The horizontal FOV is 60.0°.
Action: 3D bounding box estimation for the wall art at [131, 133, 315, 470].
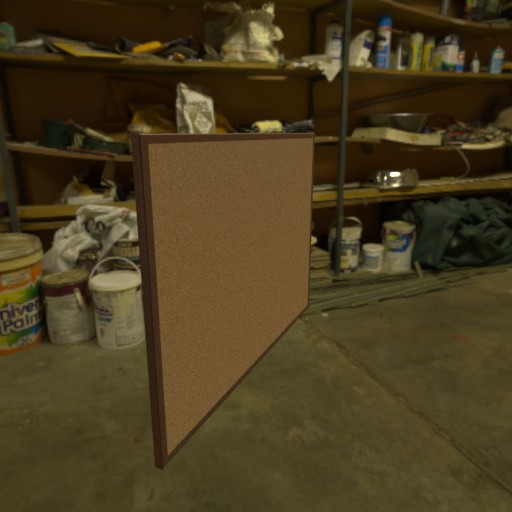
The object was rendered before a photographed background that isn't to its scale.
[{"bbox_3d":[0.000,0.000,0.853,0.014,0.455,0.660,7,17,24],"label":"wall art"}]
